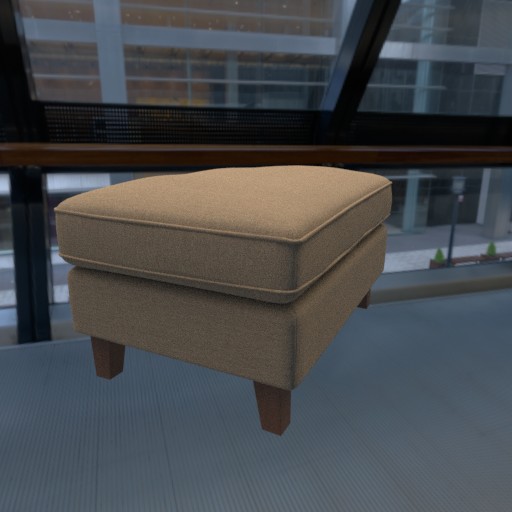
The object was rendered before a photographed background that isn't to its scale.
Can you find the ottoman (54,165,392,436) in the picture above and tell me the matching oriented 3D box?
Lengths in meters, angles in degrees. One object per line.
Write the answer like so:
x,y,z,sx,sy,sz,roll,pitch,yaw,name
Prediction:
0.000,0.000,1.340,0.636,0.521,0.945,8,18,26,ottoman
